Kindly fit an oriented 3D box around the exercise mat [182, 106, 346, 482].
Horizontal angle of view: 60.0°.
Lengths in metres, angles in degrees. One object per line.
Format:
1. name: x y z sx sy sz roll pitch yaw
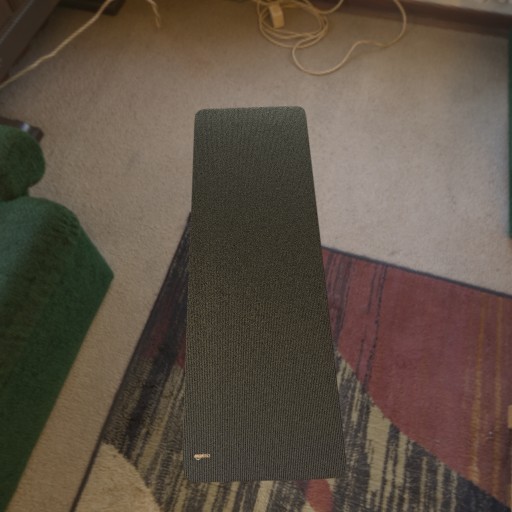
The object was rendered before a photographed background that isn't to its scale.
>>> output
1. exercise mat: 0.000 0.000 2.061 0.616 0.021 1.869 -2 63 -1
